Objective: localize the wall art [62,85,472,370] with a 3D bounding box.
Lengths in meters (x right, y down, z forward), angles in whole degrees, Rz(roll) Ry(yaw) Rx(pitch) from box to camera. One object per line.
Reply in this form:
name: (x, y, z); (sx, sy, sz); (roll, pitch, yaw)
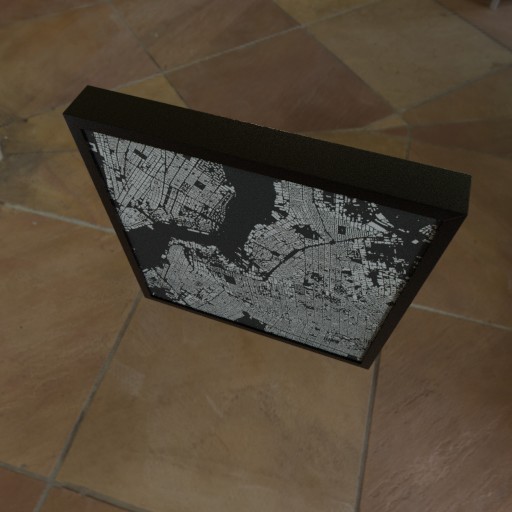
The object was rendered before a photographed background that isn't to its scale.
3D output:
wall art: (0.000, 0.000, 0.444); (0.299, 0.299, 0.037); (16, 58, 10)
